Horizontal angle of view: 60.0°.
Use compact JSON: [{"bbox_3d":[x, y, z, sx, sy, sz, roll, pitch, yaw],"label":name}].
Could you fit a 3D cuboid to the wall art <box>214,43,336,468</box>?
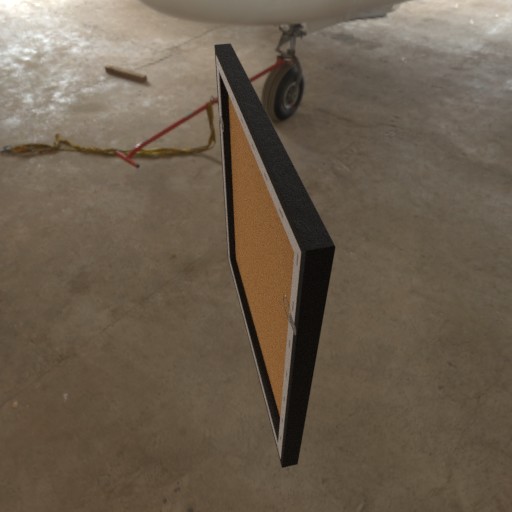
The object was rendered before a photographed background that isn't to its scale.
[{"bbox_3d":[0.000,0.000,1.111,0.044,0.758,0.758,-9,45,-9],"label":"wall art"}]
